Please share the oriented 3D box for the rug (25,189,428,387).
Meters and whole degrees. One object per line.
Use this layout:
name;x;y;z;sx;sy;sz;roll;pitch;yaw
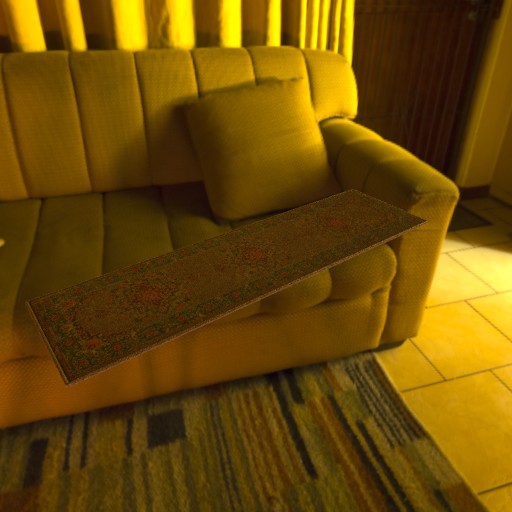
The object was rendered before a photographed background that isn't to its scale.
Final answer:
rug;0.000;0.000;2.498;2.297;0.019;0.659;-21;38;-31
